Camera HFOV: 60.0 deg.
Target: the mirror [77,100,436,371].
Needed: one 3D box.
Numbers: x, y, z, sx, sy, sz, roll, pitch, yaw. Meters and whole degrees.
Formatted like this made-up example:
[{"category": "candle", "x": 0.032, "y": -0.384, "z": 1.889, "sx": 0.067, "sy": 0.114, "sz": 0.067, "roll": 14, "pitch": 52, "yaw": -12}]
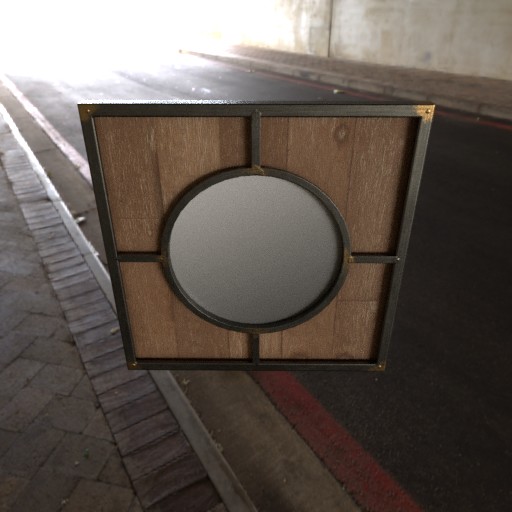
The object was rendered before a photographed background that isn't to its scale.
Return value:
[{"category": "mirror", "x": 0.000, "y": 0.000, "z": 0.571, "sx": 0.382, "sy": 0.381, "sz": 0.020, "roll": 0, "pitch": 29, "yaw": 0}]
